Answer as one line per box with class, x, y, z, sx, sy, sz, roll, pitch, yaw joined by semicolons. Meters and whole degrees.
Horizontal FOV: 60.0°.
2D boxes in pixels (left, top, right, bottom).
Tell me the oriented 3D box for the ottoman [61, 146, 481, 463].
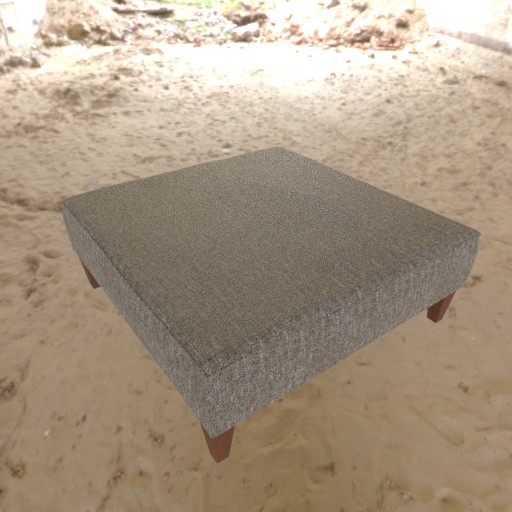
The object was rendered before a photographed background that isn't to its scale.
ottoman;0.000;0.000;1.512;0.981;0.379;1.016;-21;38;-30
